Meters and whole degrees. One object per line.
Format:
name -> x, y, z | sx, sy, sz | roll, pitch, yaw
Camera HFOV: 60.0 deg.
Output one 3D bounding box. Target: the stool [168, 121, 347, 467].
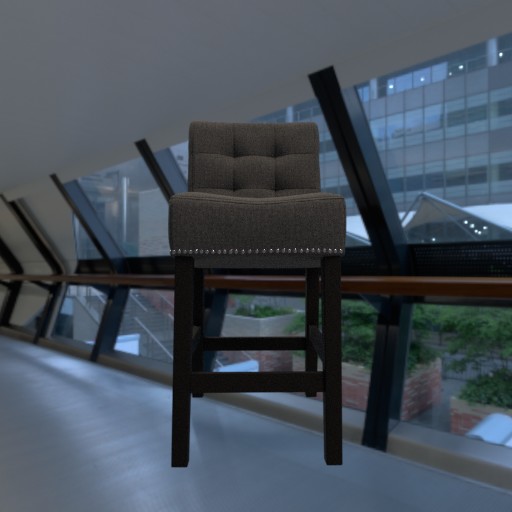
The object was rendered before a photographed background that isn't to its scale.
stool -> 0.000, 0.000, 1.208 | 0.427, 0.885, 0.571 | 0, -1, -1
